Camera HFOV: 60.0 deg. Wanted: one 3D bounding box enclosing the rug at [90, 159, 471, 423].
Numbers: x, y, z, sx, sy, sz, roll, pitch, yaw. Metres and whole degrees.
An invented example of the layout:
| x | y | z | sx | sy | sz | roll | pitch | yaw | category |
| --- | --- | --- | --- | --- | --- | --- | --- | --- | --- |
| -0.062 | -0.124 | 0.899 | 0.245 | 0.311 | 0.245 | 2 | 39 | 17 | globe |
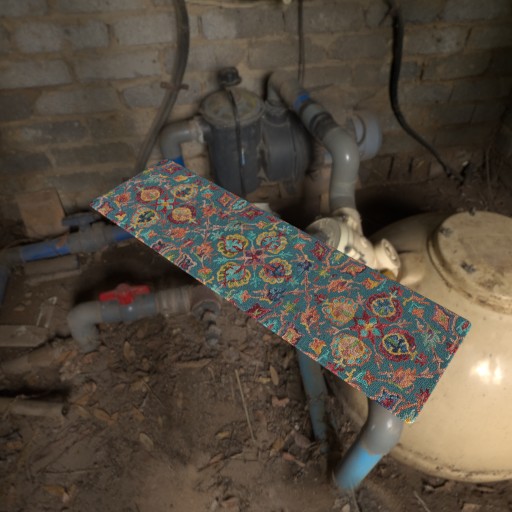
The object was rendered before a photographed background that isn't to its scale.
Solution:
| x | y | z | sx | sy | sz | roll | pitch | yaw | category |
| --- | --- | --- | --- | --- | --- | --- | --- | --- | --- |
| 0.000 | 0.000 | 2.562 | 2.286 | 0.013 | 0.686 | 31 | 54 | 26 | rug |
